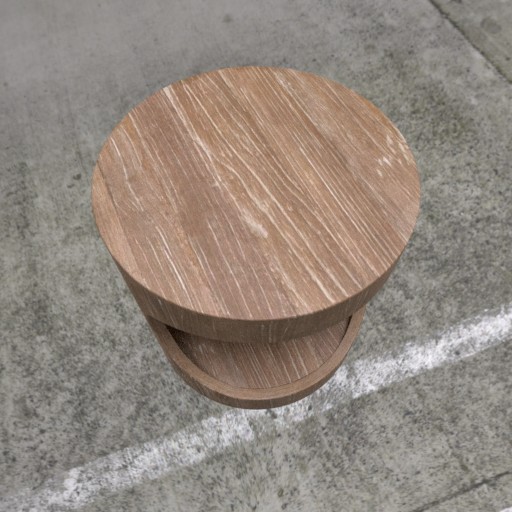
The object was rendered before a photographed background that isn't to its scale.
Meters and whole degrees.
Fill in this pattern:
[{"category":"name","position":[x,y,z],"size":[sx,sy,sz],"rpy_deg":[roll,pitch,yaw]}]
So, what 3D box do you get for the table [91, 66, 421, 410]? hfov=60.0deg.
[{"category":"table","position":[0.000,0.000,0.957],"size":[0.527,0.551,0.527],"rpy_deg":[0,59,0]}]
